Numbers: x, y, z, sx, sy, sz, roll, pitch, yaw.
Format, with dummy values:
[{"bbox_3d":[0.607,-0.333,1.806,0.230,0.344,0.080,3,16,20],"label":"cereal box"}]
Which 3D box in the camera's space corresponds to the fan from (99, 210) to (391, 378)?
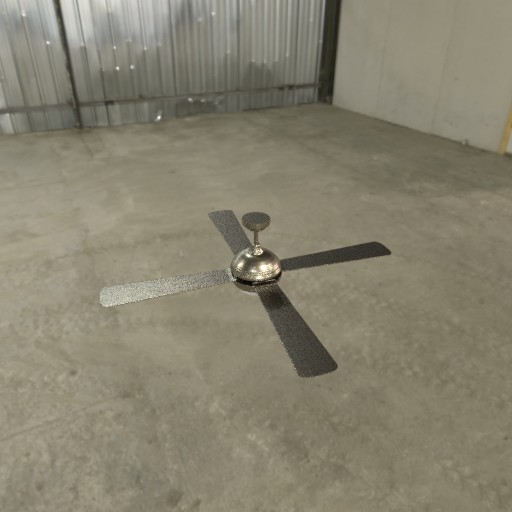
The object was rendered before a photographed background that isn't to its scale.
[{"bbox_3d":[0.000,0.000,2.008,1.321,0.381,1.321,1,30,2],"label":"fan"}]
